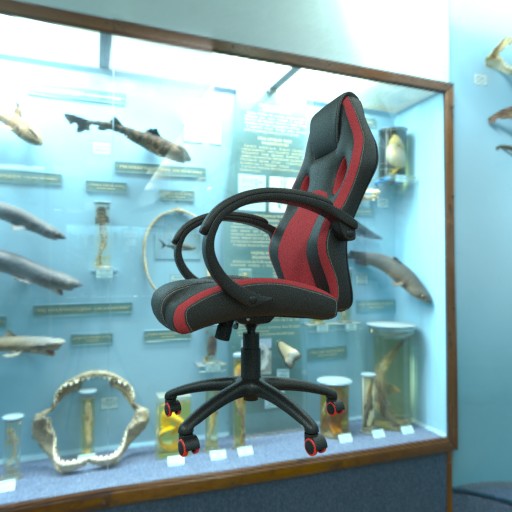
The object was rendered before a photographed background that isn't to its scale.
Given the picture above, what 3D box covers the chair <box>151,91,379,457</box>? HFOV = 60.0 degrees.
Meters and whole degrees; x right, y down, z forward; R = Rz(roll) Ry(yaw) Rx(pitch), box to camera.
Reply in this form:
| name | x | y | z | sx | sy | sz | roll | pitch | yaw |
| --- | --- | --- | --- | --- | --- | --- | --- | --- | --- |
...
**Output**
| name | x | y | z | sx | sy | sz | roll | pitch | yaw |
| --- | --- | --- | --- | --- | --- | --- | --- | --- | --- |
| chair | 0.000 | 0.000 | 1.589 | 0.724 | 1.187 | 0.673 | 0 | -1 | -18 |
